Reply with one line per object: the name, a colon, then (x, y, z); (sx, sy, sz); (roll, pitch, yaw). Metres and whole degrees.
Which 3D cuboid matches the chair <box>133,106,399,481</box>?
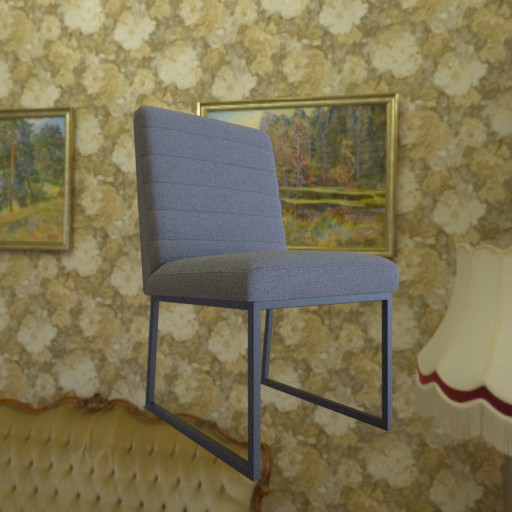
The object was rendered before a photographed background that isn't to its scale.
chair: (0.000, 0.000, 1.288); (0.520, 0.930, 0.634); (0, 0, -37)
